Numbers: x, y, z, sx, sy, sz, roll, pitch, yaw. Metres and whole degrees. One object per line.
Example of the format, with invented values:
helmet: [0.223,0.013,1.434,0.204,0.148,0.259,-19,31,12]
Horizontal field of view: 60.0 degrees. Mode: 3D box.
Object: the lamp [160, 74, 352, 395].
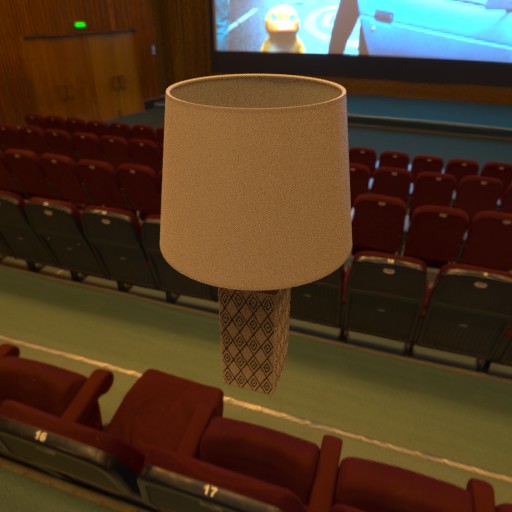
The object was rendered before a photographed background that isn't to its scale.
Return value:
lamp: [0.000,0.000,0.605,0.251,0.435,0.251,0,31,0]
